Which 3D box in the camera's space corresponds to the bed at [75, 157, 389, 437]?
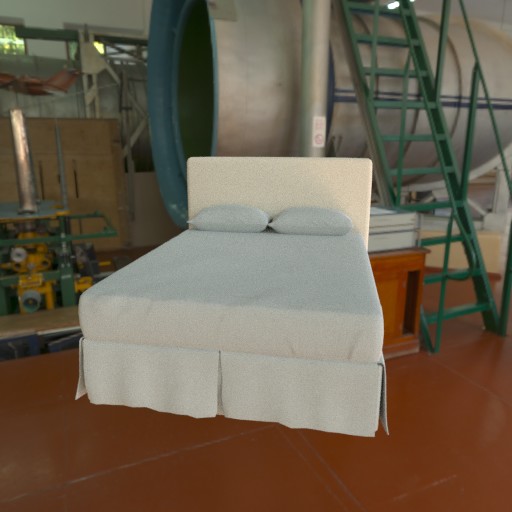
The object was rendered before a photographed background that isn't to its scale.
[{"bbox_3d":[0.000,0.000,3.217,1.748,1.330,2.142,3,15,10],"label":"bed"}]
